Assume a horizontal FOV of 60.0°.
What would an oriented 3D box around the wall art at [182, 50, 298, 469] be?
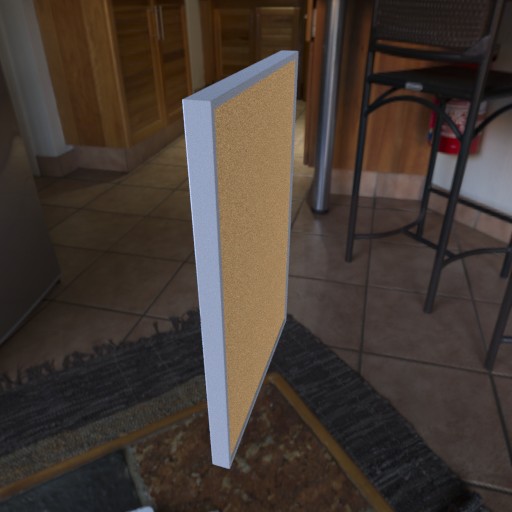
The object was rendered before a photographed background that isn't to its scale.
[{"bbox_3d":[0.000,0.000,0.957,0.039,0.753,0.511,9,33,14],"label":"wall art"}]
